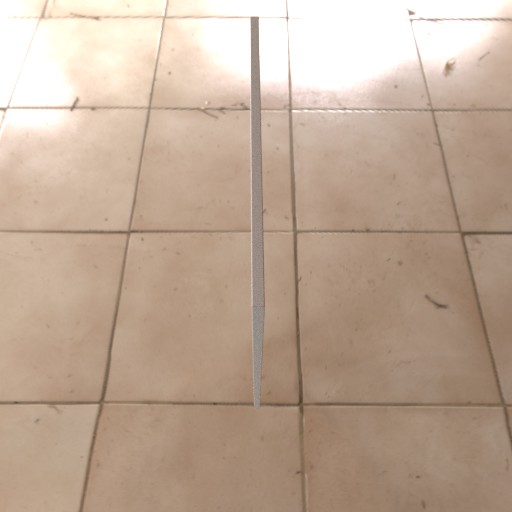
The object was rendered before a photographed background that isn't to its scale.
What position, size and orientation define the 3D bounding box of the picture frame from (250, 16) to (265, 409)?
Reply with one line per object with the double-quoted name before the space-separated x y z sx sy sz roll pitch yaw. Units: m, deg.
"picture frame" 0.000 0.000 0.841 0.013 0.657 0.457 -1 63 0
